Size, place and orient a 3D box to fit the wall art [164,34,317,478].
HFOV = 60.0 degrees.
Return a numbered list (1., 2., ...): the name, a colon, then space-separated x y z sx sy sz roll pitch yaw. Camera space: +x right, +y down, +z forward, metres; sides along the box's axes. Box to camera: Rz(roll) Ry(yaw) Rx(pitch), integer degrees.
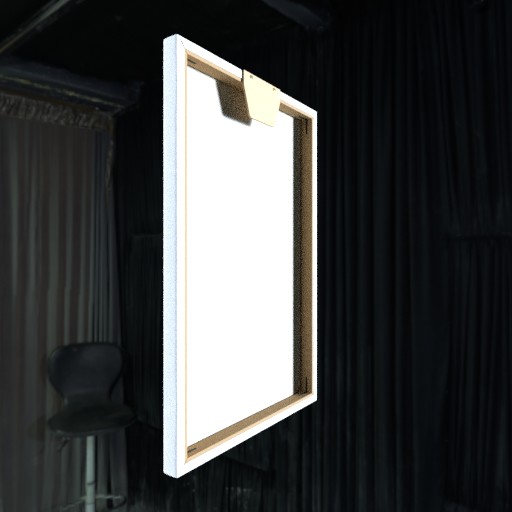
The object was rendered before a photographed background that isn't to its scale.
1. wall art: 0.000 0.000 1.151 0.048 0.902 0.602 0 0 36
